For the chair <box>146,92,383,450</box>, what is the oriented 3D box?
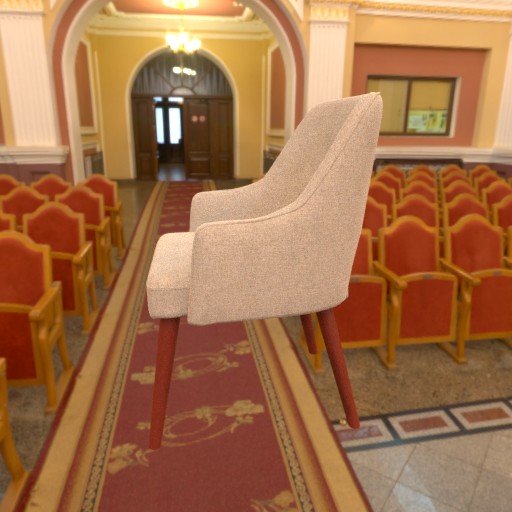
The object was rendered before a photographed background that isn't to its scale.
[{"bbox_3d":[0.000,0.000,1.232,0.605,0.849,0.548,-2,16,-8],"label":"chair"}]
